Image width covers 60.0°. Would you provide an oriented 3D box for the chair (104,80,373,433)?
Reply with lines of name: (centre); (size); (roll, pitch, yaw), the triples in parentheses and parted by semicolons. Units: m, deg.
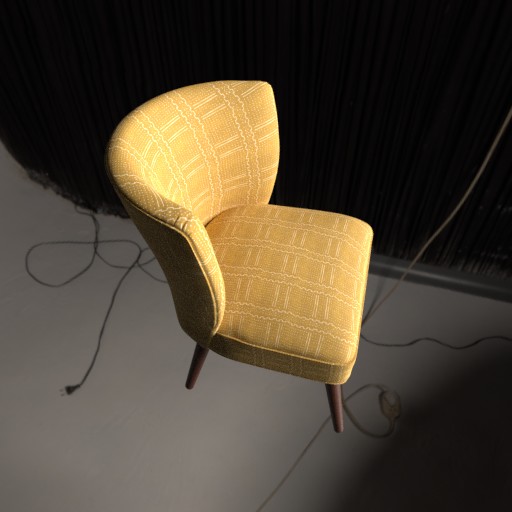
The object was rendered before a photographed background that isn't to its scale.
chair: (0.000, 0.000, 1.422); (0.758, 0.866, 0.706); (11, 47, 10)
